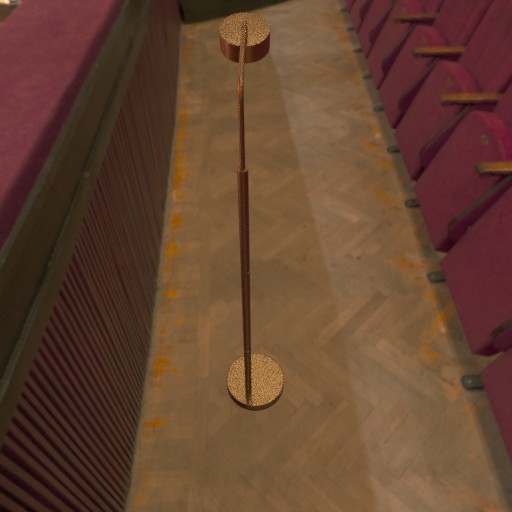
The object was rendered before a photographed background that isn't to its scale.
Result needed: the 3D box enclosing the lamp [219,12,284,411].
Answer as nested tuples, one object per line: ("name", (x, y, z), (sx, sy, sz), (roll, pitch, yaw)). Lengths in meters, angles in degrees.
("lamp", (0.000, 0.000, 1.337), (0.219, 1.230, 0.418), (1, 47, 1))
